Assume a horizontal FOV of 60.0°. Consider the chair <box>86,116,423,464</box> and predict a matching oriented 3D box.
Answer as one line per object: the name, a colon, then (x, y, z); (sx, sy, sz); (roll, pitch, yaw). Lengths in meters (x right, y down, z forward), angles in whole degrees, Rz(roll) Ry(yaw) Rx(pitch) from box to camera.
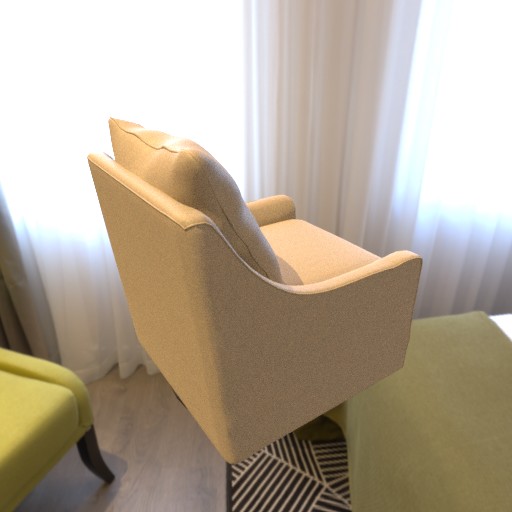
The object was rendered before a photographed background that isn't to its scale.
chair: (0.000, 0.000, 1.555); (0.876, 0.942, 0.760); (-17, 31, -30)
